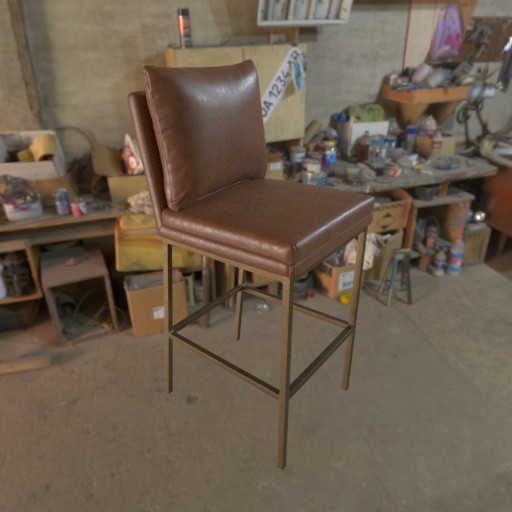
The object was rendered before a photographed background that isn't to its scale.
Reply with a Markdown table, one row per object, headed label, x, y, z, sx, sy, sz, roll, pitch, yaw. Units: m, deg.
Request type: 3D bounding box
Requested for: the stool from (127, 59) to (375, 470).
| label | x | y | z | sx | sy | sz | roll | pitch | yaw |
| --- | --- | --- | --- | --- | --- | --- | --- | --- | --- |
| stool | 0.000 | 0.000 | 1.413 | 0.571 | 1.124 | 0.463 | 19 | 32 | 33 |
